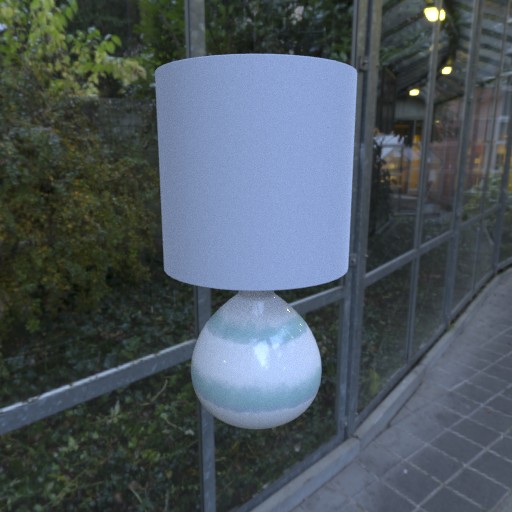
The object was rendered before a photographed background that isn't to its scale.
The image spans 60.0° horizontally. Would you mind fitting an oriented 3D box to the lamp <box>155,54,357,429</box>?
[{"bbox_3d":[0.000,0.000,0.530,0.217,0.404,0.217,-6,14,-25],"label":"lamp"}]
